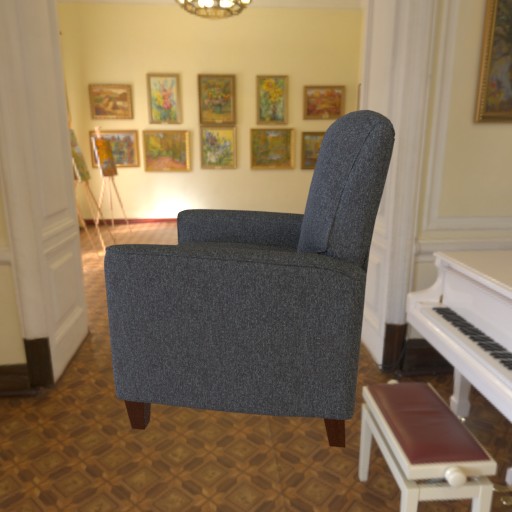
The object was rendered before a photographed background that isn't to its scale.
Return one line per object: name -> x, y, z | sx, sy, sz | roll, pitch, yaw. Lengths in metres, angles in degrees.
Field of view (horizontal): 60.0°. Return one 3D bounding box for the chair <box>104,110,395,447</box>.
chair -> 0.000, 0.000, 1.646 | 0.850, 1.016, 0.839 | 2, 14, 8
